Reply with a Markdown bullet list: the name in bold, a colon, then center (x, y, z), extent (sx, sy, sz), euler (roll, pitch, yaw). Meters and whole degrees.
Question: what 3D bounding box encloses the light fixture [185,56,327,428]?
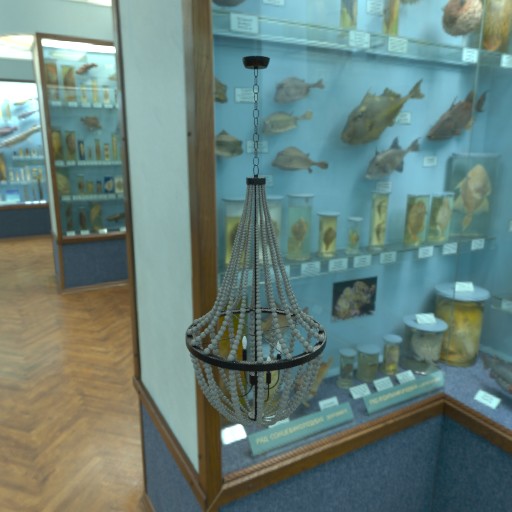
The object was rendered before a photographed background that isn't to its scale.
- **light fixture**: center (0.000, 0.000, 1.369), extent (0.450, 1.133, 0.450), euler (0, 14, 0)
